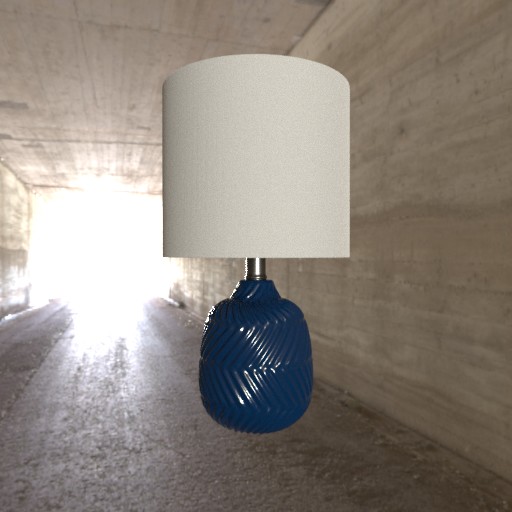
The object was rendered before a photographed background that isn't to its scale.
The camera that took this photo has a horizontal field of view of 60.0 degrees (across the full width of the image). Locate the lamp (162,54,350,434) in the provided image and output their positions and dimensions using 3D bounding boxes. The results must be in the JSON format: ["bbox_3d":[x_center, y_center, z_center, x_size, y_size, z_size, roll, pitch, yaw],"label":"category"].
[{"bbox_3d":[0.000,0.000,0.492,0.203,0.368,0.203,0,0,36],"label":"lamp"}]
